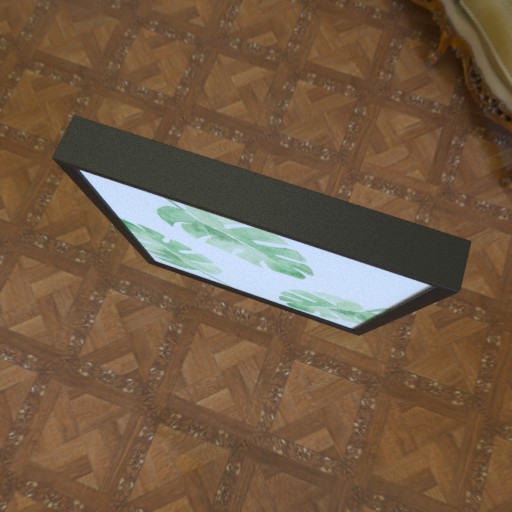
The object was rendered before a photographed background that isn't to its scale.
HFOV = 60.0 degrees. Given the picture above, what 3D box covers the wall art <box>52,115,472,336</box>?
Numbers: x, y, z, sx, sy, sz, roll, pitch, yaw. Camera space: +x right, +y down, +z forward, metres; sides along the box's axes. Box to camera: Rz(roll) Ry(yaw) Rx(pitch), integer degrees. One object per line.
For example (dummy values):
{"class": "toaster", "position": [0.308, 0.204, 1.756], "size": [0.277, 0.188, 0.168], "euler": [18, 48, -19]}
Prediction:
{"class": "wall art", "position": [0.000, 0.000, 0.462], "size": [0.304, 0.304, 0.038], "euler": [19, 75, 5]}
